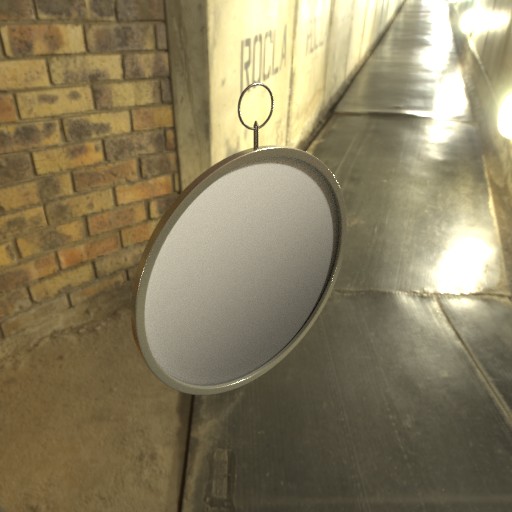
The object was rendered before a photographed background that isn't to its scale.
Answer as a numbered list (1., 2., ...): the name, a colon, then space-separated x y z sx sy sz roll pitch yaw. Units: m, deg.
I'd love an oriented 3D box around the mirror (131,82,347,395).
1. mirror: 0.000 0.000 0.968 0.594 0.713 0.020 -23 37 -34
